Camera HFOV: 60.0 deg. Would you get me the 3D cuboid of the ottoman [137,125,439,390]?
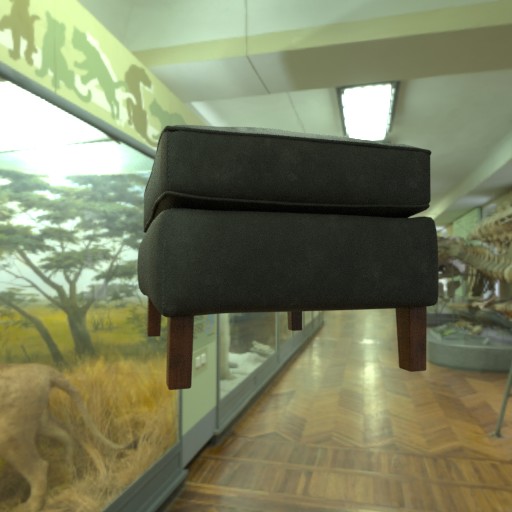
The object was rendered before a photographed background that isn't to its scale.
[{"bbox_3d":[0.000,0.000,0.985,0.501,0.413,0.665,1,-2,-17],"label":"ottoman"}]
